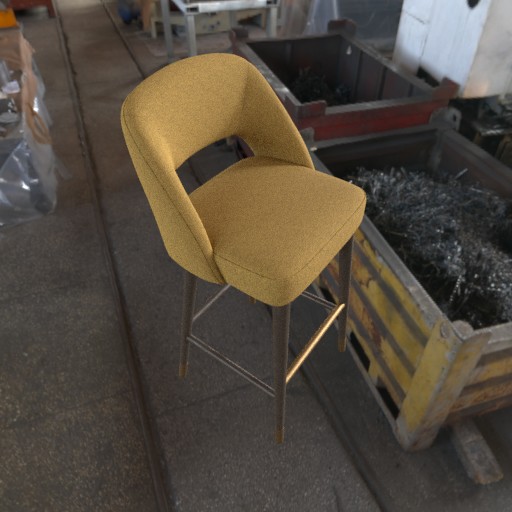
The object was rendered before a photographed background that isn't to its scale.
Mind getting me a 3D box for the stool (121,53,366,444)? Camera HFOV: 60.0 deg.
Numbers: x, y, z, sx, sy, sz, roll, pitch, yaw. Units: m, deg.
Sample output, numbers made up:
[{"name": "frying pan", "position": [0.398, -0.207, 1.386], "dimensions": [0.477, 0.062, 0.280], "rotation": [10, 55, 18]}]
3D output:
[{"name": "stool", "position": [0.000, 0.000, 1.331], "dimensions": [0.522, 1.032, 0.536], "rotation": [25, 48, 25]}]
